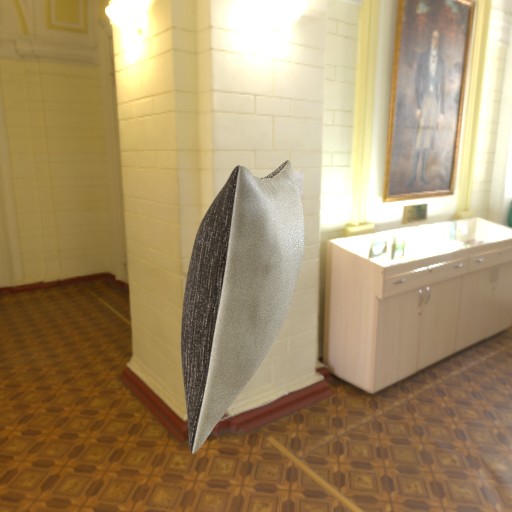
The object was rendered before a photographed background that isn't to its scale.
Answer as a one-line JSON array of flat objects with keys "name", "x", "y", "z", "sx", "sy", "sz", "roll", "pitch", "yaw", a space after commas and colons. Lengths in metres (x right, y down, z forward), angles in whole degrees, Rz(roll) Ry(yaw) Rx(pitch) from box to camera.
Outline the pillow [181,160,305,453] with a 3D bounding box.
[{"name": "pillow", "x": 0.000, "y": 0.000, "z": 0.734, "sx": 0.156, "sy": 0.305, "sz": 0.608, "roll": 2, "pitch": 13, "yaw": 8}]
